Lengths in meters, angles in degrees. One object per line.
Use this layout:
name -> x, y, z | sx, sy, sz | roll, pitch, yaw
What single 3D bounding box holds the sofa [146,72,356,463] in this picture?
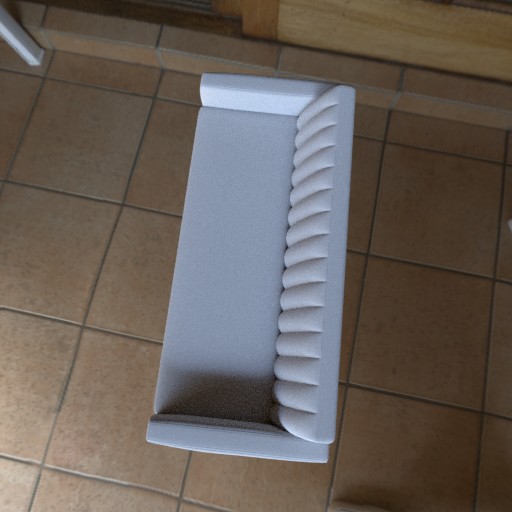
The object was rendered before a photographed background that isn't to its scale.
sofa -> 0.000, 0.000, 2.782 | 0.990, 0.821, 2.291 | 6, 76, 1
